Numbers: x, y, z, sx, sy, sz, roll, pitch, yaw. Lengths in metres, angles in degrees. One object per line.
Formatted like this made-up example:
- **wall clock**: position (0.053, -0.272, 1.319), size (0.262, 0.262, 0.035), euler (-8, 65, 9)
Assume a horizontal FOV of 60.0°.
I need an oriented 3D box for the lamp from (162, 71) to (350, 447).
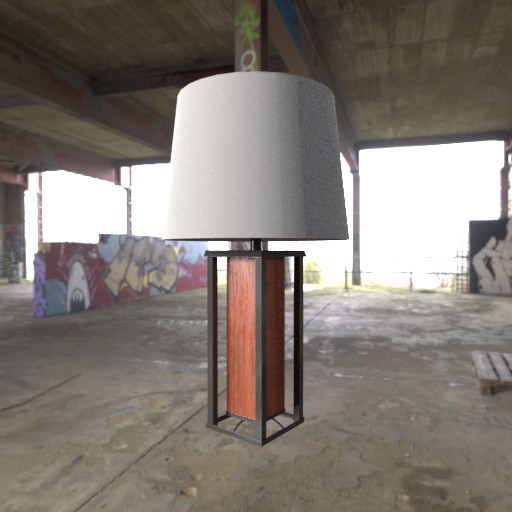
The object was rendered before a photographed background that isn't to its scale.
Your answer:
- **lamp**: position (0.000, 0.000, 0.771), size (0.320, 0.591, 0.320), euler (0, 1, 0)
